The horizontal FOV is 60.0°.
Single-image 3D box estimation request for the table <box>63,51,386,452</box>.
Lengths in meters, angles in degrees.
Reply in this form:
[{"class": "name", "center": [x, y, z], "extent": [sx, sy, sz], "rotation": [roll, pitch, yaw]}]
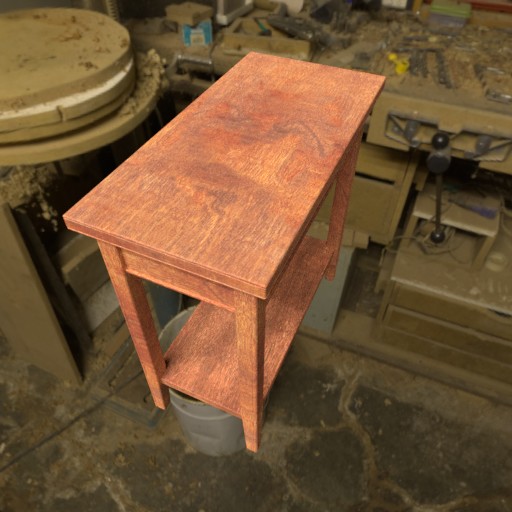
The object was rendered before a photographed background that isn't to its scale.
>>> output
[{"class": "table", "center": [0.000, 0.000, 0.973], "extent": [0.305, 0.610, 0.610], "rotation": [18, 49, 17]}]
